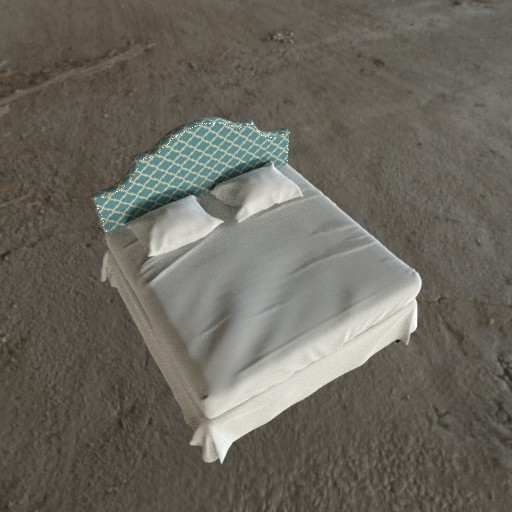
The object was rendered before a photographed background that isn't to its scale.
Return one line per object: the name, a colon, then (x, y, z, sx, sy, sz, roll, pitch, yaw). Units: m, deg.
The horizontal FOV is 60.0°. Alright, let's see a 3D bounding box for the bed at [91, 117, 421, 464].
bed: (0.000, 0.000, 3.757, 2.314, 1.601, 2.222, -25, 51, -22)
